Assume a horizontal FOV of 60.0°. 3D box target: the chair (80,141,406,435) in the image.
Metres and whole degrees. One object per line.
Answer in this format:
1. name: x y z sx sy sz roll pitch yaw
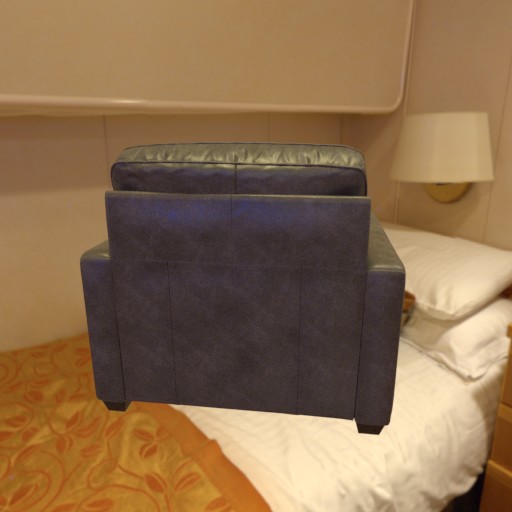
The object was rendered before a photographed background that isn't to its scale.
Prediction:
1. chair: 0.000 0.000 1.768 1.006 0.916 0.939 2 17 8
